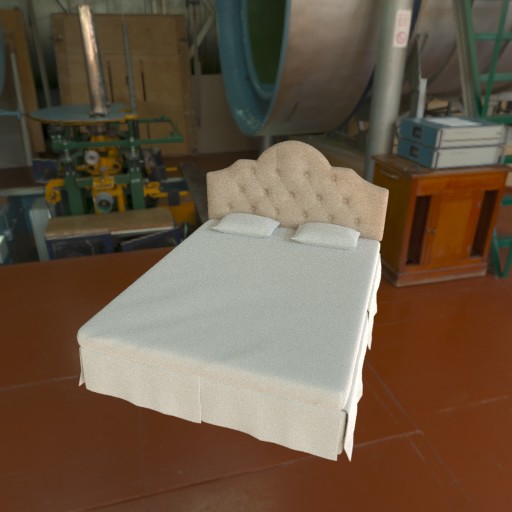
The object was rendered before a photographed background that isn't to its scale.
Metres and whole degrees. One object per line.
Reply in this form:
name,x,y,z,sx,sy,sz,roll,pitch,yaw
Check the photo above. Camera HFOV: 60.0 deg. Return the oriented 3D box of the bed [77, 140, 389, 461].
bed,0.000,0.000,3.045,1.667,1.194,1.970,9,27,17
